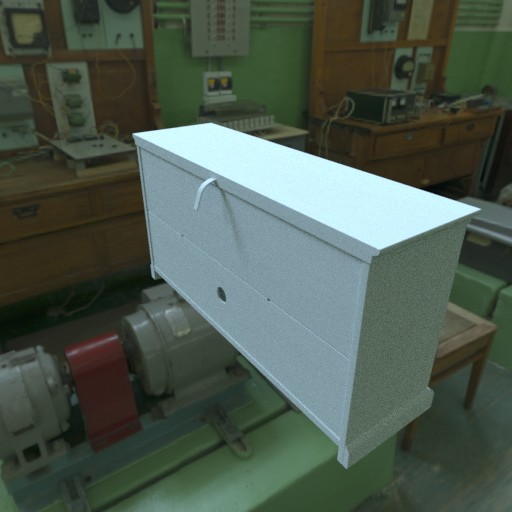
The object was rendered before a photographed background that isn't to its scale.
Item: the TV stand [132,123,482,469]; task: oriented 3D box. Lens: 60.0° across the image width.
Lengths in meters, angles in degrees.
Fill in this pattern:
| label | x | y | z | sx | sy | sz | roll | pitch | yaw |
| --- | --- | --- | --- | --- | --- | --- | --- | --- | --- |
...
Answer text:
| label | x | y | z | sx | sy | sz | roll | pitch | yaw |
| --- | --- | --- | --- | --- | --- | --- | --- | --- | --- |
| TV stand | 0.000 | 0.000 | 1.463 | 0.424 | 0.624 | 1.187 | -19 | 33 | -31 |
